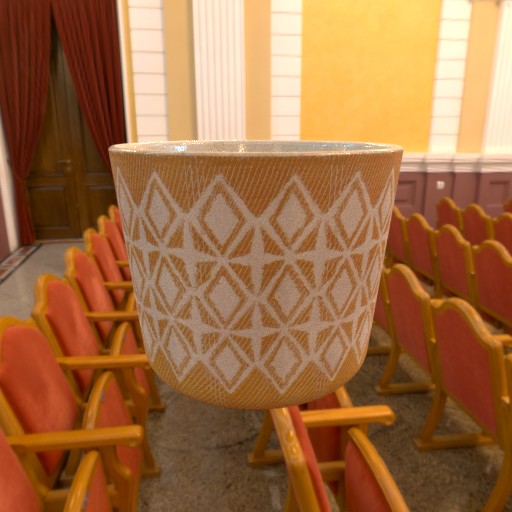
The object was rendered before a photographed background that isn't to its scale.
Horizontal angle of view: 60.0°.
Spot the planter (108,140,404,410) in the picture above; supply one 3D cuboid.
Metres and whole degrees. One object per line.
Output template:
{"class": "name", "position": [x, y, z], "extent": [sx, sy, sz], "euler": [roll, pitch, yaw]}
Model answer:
{"class": "planter", "position": [0.000, 0.000, 0.214], "extent": [0.126, 0.104, 0.126], "euler": [0, 16, 0]}
